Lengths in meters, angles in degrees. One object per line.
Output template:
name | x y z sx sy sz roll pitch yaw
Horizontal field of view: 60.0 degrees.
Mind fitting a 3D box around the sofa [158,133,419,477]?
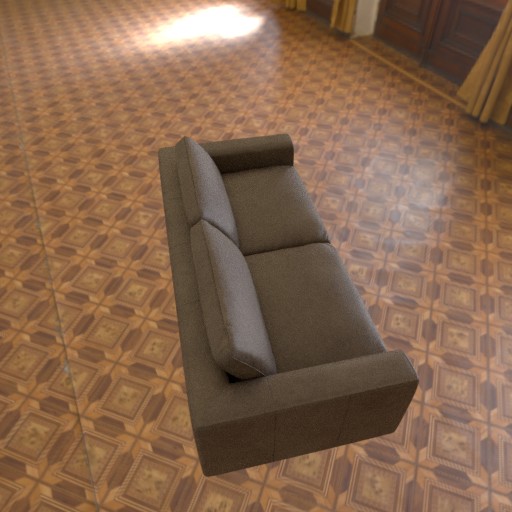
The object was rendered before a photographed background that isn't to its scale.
sofa | 0.000 0.000 2.817 1.070 0.801 2.262 -9 46 -9
